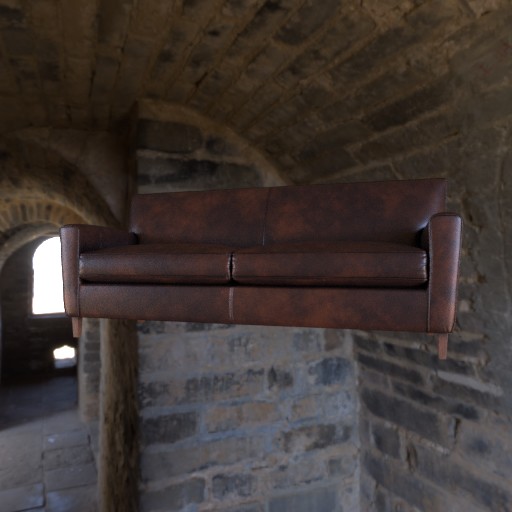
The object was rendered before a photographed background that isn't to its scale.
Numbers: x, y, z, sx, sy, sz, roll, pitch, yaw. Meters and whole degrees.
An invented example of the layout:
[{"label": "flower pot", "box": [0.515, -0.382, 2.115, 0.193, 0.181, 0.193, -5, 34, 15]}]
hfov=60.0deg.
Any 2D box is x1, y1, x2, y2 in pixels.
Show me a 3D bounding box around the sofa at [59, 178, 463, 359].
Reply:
[{"label": "sofa", "box": [0.000, 0.000, 2.418, 1.995, 0.871, 0.786, 0, -1, 17]}]
